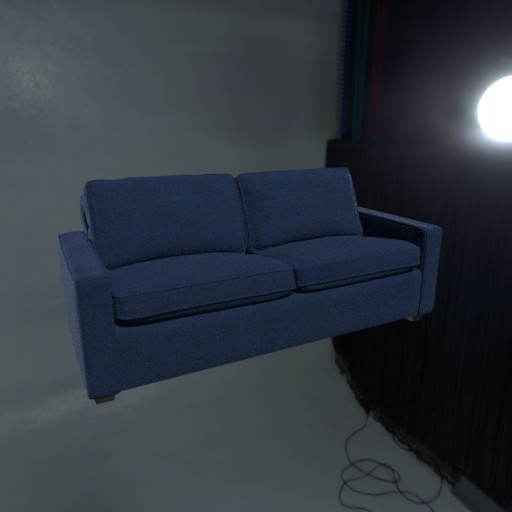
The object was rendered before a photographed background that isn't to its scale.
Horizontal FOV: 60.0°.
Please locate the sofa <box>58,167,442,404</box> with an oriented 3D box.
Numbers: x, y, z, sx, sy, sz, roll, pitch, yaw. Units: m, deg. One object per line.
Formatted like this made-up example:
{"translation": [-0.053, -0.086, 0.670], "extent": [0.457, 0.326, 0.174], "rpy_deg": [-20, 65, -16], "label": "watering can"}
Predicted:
{"translation": [0.000, 0.000, 2.593], "extent": [2.080, 0.919, 0.940], "rpy_deg": [-8, 19, -26], "label": "sofa"}
